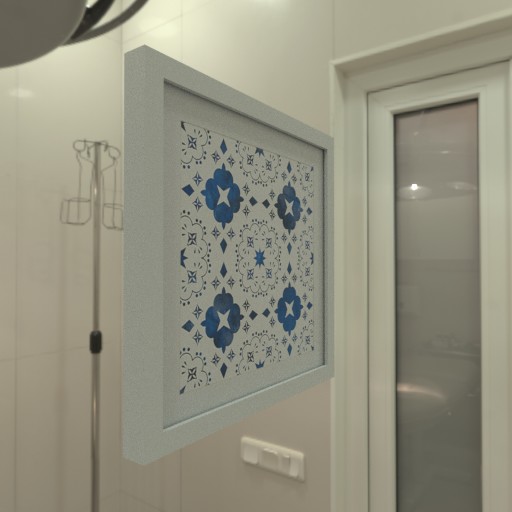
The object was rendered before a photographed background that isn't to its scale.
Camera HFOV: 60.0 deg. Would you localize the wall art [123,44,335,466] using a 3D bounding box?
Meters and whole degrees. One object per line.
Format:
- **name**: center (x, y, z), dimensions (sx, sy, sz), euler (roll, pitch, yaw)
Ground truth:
- **wall art**: center (0.000, 0.000, 0.524), dimensions (0.027, 0.355, 0.355), euler (0, -1, 36)
